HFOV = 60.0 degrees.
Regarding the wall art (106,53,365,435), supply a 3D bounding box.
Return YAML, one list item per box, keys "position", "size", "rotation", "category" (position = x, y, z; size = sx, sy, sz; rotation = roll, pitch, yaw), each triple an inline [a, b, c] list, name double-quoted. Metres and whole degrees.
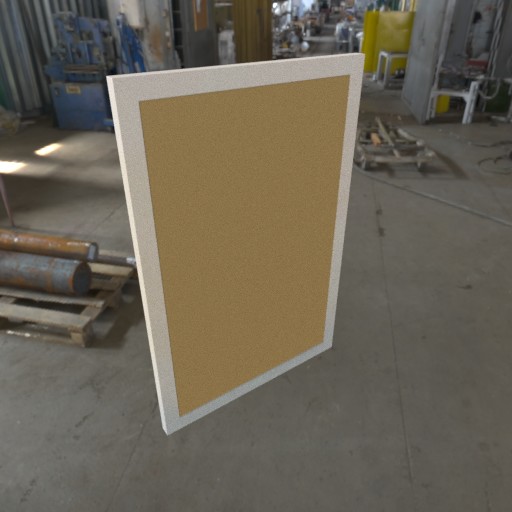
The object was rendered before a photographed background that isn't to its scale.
- position: [0.000, 0.000, 1.422]
  size: [0.764, 1.143, 0.038]
  rotation: [-20, 36, -30]
  category: "wall art"
